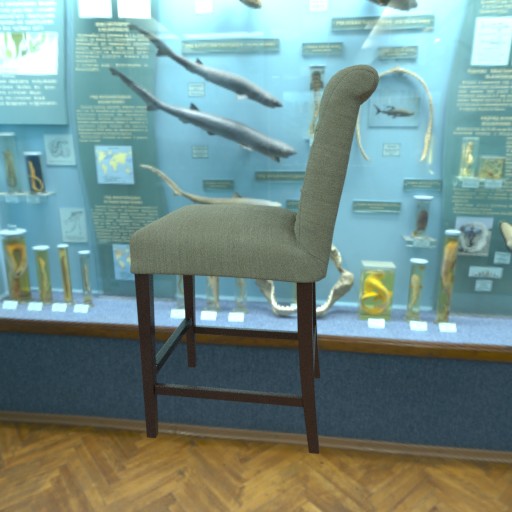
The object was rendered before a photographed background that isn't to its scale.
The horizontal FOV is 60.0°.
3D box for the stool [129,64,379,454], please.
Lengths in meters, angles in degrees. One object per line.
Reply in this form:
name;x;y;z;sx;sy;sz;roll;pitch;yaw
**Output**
stool;0.000;0.000;1.427;0.660;1.084;0.486;2;16;8
